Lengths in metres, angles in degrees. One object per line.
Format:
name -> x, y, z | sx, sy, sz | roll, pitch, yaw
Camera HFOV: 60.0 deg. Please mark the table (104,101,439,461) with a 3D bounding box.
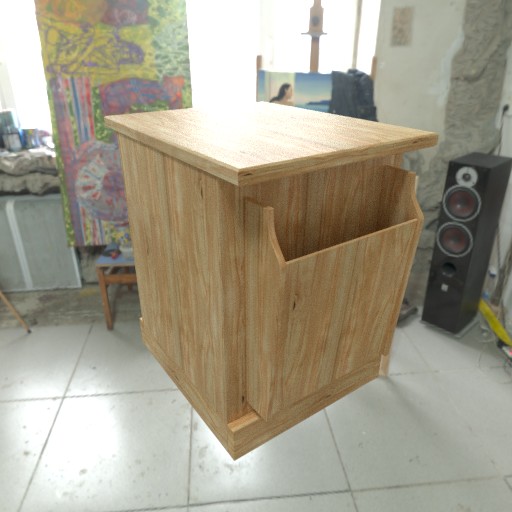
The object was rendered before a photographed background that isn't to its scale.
table -> 0.000, 0.000, 0.887 | 0.380, 0.515, 0.530 | -17, 31, -31
